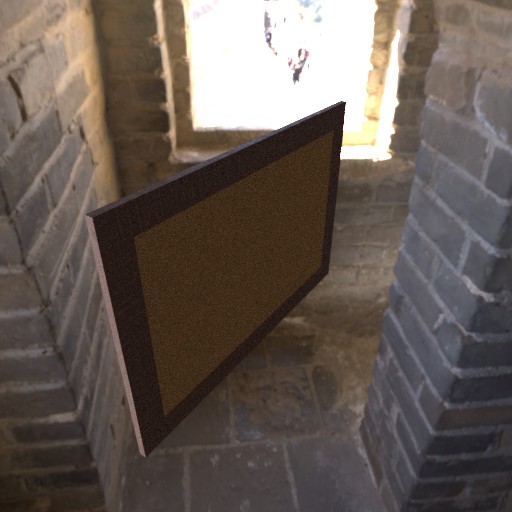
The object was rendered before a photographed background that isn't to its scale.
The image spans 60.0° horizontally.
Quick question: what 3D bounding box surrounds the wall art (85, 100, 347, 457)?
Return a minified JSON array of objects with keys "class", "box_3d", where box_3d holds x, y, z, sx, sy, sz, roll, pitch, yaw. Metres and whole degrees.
[{"class":"wall art","box_3d":[0.000,0.000,1.182,0.019,0.626,0.917,21,38,29]}]
